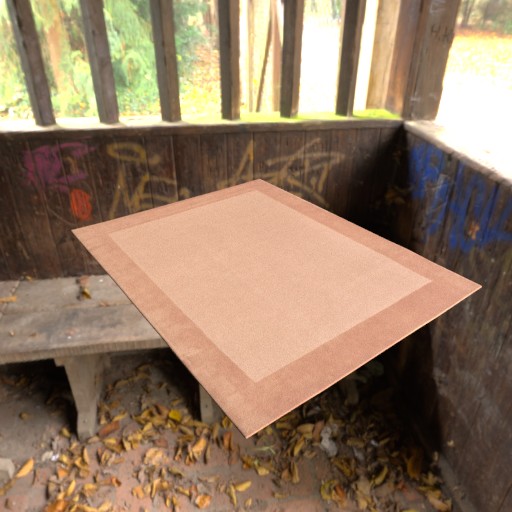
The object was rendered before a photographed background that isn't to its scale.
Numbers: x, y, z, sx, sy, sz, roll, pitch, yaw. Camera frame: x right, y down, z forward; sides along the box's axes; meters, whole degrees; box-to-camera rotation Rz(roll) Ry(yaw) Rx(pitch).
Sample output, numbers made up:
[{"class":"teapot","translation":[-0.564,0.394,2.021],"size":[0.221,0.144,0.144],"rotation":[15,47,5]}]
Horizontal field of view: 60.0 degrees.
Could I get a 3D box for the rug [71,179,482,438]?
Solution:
[{"class":"rug","translation":[0.000,0.000,4.103],"size":[2.431,0.021,3.057],"rotation":[-21,37,-31]}]
